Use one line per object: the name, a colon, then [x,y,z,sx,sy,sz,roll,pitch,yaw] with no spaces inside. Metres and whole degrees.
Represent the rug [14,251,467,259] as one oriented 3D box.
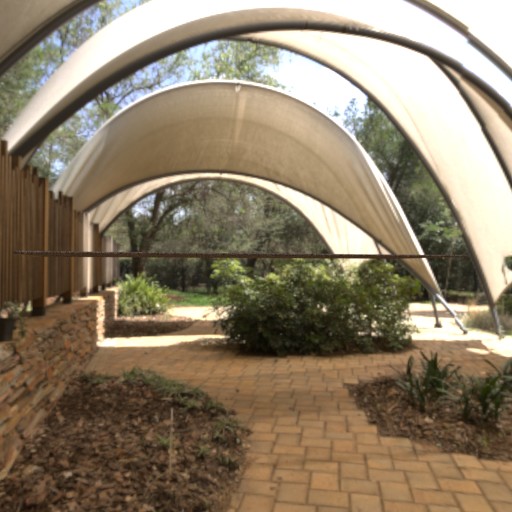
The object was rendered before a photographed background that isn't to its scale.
rug: [0.000,0.000,2.476,2.296,0.011,0.691,0,-1,-18]
